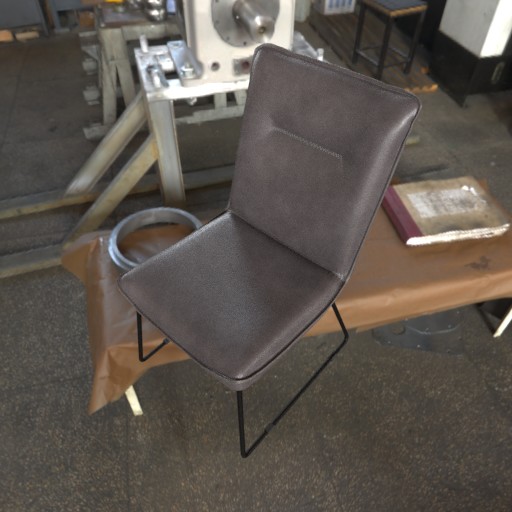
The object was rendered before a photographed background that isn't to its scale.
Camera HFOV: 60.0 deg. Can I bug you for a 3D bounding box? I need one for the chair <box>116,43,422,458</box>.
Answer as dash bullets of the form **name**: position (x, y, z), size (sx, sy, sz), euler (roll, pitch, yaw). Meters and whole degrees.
- **chair**: position (0.000, 0.000, 1.311), size (0.515, 0.932, 0.688), euler (33, 54, 27)
